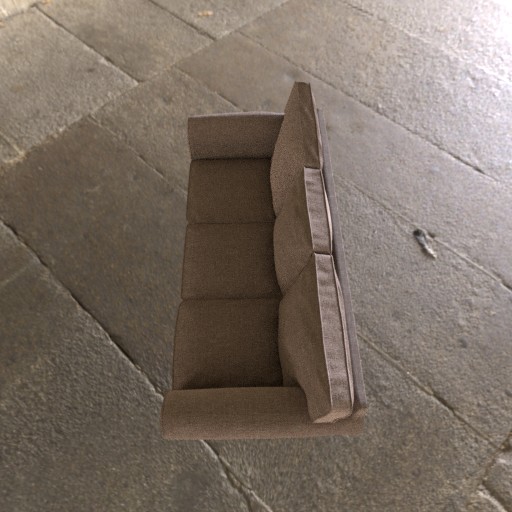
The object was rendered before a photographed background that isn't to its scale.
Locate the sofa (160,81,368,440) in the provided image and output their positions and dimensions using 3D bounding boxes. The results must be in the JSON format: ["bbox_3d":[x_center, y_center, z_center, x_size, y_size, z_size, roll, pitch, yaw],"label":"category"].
[{"bbox_3d":[0.000,0.000,2.628,0.916,0.961,2.084,-1,58,-1],"label":"sofa"}]
